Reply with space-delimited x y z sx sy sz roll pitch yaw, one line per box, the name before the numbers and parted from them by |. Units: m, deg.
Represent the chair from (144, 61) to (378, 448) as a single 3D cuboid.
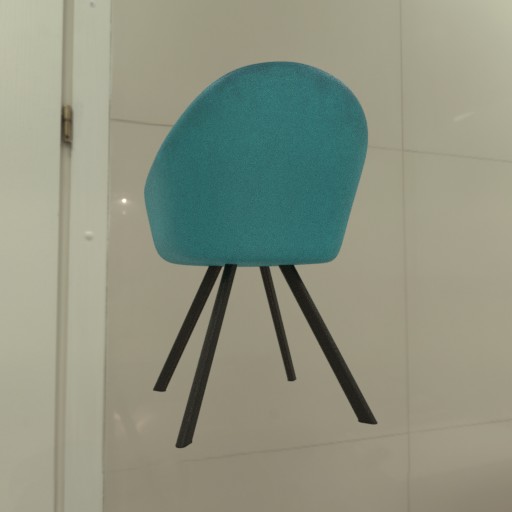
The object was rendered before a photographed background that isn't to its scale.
chair | 0.000 0.000 1.148 0.540 0.780 0.570 1 -3 -18
